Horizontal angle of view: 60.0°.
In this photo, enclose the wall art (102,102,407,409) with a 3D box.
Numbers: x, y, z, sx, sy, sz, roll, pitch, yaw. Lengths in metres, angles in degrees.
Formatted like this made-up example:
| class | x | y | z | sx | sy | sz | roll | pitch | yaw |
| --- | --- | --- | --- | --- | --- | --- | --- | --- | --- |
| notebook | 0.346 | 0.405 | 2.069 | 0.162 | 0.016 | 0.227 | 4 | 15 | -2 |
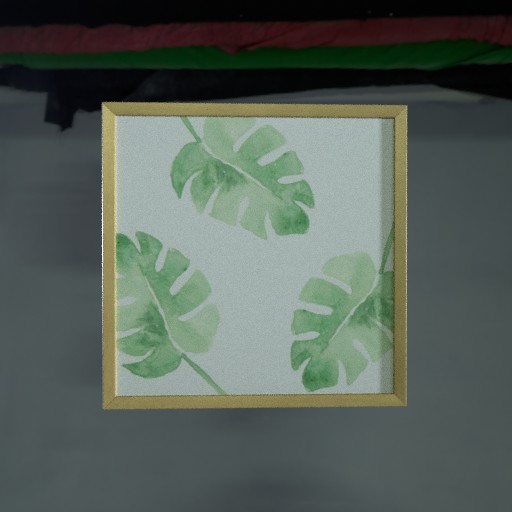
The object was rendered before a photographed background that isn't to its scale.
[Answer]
| class | x | y | z | sx | sy | sz | roll | pitch | yaw |
| --- | --- | --- | --- | --- | --- | --- | --- | --- | --- |
| wall art | 0.000 | 0.000 | 1.129 | 0.763 | 0.763 | 0.037 | 0 | 0 | -2 |
